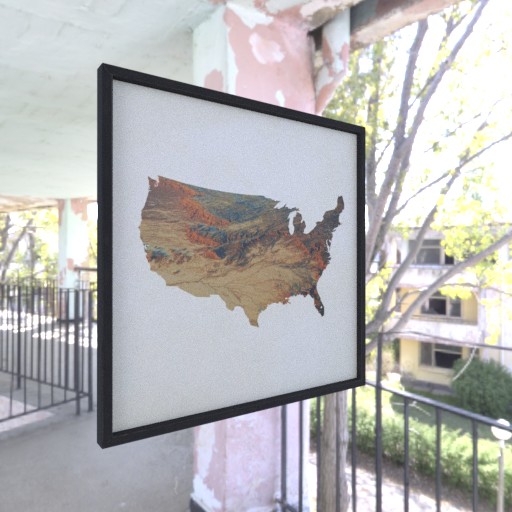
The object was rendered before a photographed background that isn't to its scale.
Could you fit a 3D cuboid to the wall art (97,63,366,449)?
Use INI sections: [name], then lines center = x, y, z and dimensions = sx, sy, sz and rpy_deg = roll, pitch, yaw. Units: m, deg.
[wall art]
center = 0.000, 0.000, 0.440
dimensions = 0.304, 0.303, 0.015
rpy_deg = 0, 0, -35
